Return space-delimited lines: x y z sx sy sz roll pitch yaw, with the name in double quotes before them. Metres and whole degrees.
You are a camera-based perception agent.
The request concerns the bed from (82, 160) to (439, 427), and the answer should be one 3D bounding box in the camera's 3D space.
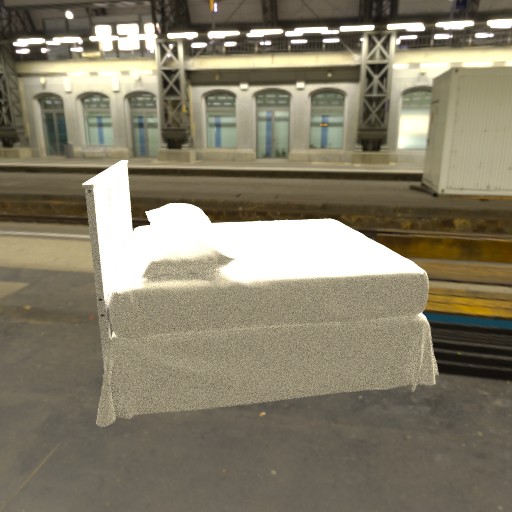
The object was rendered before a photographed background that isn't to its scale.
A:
"bed" 0.000 0.000 3.210 2.047 1.269 1.876 -3 16 -10
